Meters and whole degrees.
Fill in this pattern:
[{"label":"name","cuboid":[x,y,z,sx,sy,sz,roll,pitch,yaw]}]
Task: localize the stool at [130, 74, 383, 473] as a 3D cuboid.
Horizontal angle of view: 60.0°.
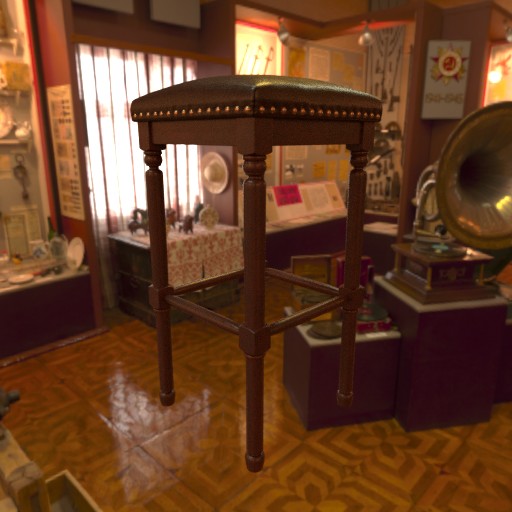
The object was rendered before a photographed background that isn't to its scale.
[{"label":"stool","cuboid":[0.000,0.000,1.015,0.382,0.768,0.383,-14,21,-42]}]
